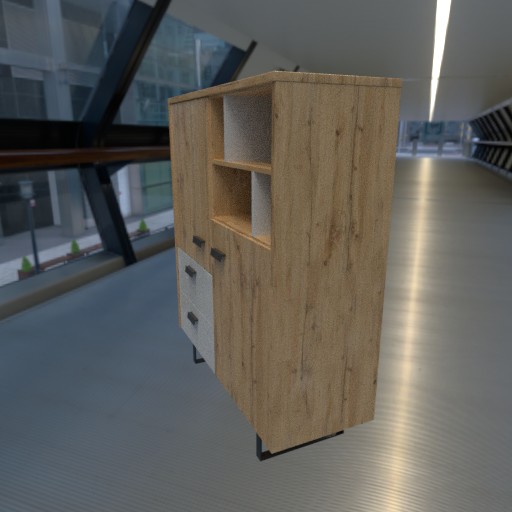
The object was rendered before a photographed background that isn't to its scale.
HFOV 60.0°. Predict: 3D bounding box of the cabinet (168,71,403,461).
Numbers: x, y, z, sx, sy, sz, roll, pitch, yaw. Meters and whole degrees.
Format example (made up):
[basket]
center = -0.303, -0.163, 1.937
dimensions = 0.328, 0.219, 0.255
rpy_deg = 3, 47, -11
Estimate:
[cabinet]
center = 0.000, 0.000, 1.995
dimensions = 0.473, 1.397, 1.168
rpy_deg = -7, 17, -24
